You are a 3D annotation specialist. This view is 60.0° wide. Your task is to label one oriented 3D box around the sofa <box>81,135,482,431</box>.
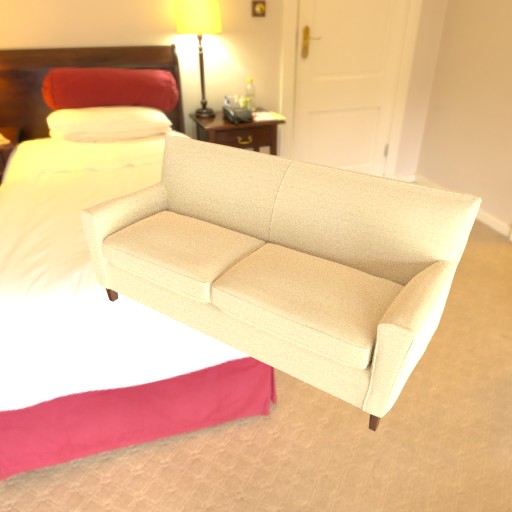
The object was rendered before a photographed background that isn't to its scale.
[{"bbox_3d":[0.000,0.000,2.478,2.001,0.907,0.841,19,35,29],"label":"sofa"}]
